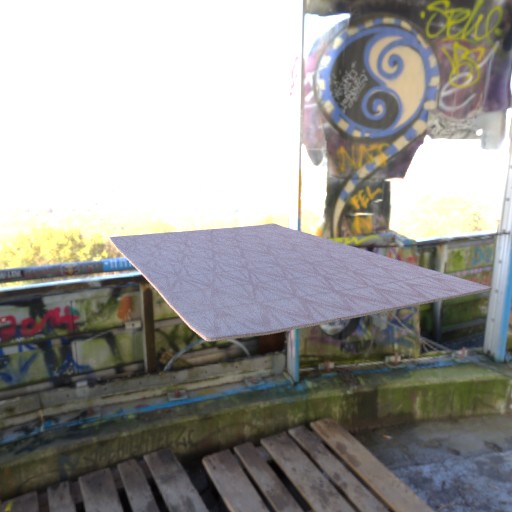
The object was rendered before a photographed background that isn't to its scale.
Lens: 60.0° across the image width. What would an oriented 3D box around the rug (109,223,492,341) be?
[{"bbox_3d":[0.000,0.000,2.312,1.230,0.025,1.837,-6,15,-25],"label":"rug"}]
